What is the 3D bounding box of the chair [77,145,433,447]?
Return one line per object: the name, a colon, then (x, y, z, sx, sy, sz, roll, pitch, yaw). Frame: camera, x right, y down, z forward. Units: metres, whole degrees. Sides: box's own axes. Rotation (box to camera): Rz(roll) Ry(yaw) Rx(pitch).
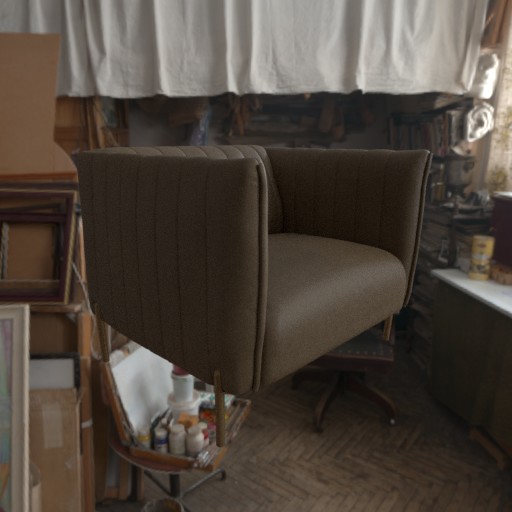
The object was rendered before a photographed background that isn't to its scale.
chair: (0.000, 0.000, 1.634, 0.876, 0.779, 0.981, 14, 21, 42)
